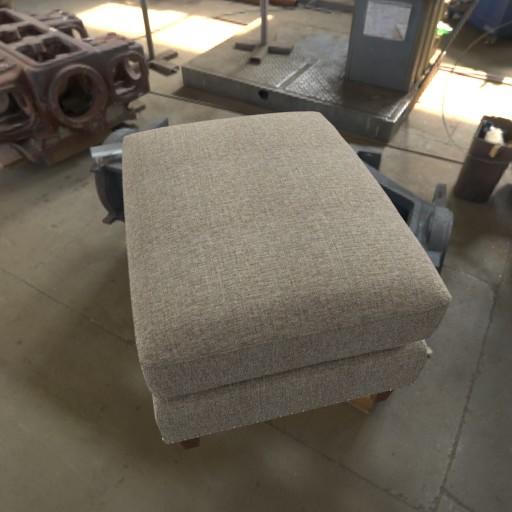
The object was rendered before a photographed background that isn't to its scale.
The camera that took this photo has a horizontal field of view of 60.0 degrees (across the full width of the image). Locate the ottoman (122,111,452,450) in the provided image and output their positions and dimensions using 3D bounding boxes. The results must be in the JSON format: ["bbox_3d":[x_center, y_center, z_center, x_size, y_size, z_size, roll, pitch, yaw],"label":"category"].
[{"bbox_3d":[0.000,0.000,1.128,0.584,0.513,0.741,-10,47,-10],"label":"ottoman"}]
